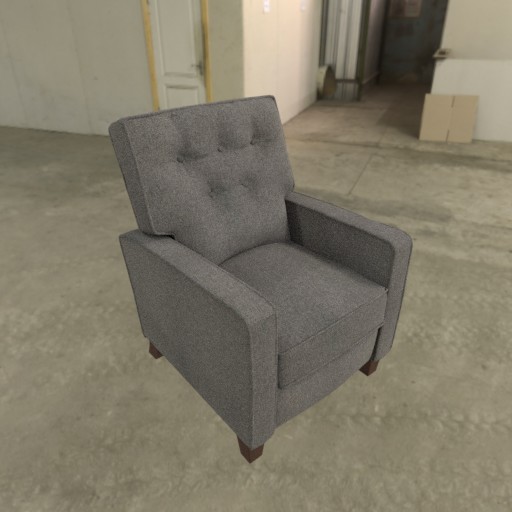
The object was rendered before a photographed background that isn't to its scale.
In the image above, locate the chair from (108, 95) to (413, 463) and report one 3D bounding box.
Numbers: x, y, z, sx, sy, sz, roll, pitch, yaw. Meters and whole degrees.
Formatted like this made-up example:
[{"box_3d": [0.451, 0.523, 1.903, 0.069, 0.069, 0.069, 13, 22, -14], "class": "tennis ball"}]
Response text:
[{"box_3d": [0.000, 0.000, 1.442, 0.650, 0.889, 0.775, -23, 37, -33], "class": "chair"}]
